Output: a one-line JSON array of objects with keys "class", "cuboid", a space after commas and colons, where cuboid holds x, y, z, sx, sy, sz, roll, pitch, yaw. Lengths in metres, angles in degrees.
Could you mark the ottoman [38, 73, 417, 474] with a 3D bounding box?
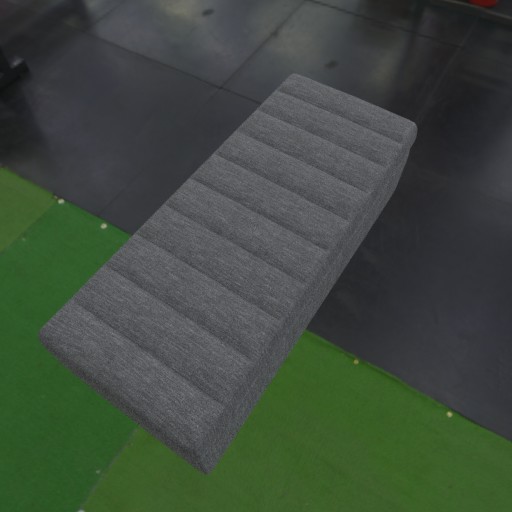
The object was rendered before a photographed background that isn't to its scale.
[{"class": "ottoman", "cuboid": [0.000, 0.000, 1.370, 0.482, 0.469, 1.151, 30, 63, 17]}]
